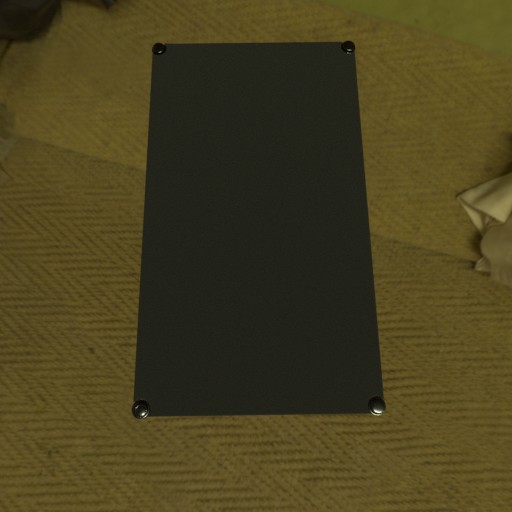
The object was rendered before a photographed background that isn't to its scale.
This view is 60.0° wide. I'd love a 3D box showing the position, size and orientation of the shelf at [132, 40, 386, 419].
[{"bbox_3d":[0.000,0.000,0.928,0.338,0.564,0.589,-1,75,0],"label":"shelf"}]
